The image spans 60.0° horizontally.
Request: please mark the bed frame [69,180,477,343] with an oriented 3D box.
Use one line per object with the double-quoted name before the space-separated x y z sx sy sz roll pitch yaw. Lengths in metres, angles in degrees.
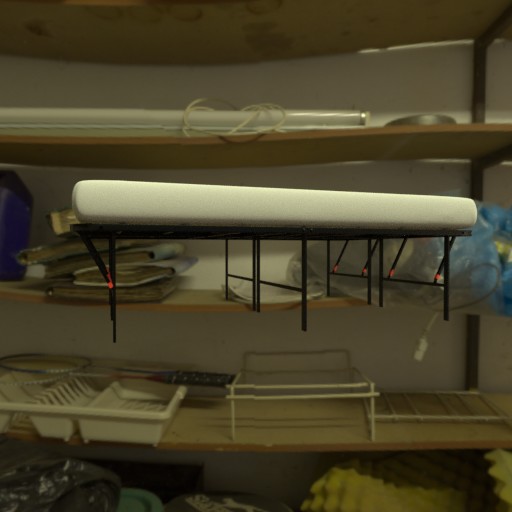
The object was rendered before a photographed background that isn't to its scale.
"bed frame" 0.000 0.000 2.551 1.905 0.637 1.372 0 1 -19
